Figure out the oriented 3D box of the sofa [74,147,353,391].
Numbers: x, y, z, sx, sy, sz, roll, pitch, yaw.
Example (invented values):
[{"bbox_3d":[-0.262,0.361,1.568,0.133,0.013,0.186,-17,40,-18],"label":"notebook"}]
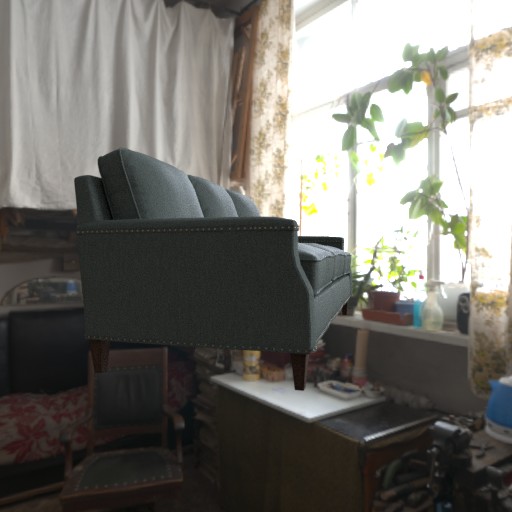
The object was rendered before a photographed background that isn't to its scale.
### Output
[{"bbox_3d":[0.000,0.000,2.837,1.084,1.003,2.246,0,1,16],"label":"sofa"}]
